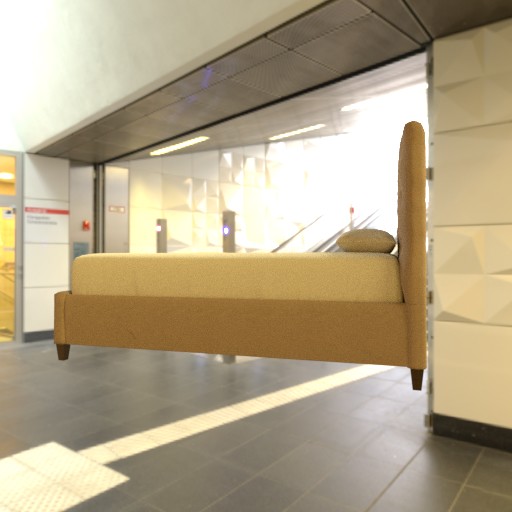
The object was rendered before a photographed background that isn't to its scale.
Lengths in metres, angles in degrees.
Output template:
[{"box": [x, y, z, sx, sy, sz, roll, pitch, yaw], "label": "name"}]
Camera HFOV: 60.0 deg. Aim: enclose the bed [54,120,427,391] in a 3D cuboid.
[{"box": [0.000, 0.000, 3.460, 2.387, 1.427, 1.698, 0, 0, 17], "label": "bed"}]
